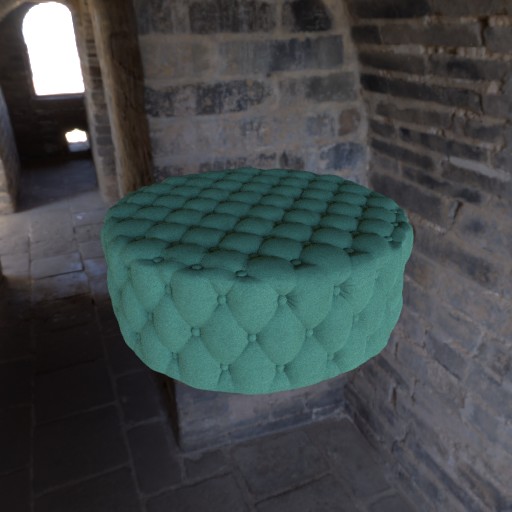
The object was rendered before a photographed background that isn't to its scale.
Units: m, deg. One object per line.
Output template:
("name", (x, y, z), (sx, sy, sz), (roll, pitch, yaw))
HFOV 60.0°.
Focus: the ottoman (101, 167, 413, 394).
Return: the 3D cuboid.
("ottoman", (0.000, 0.000, 1.532), (0.998, 0.399, 0.998), (0, 26, 0))
